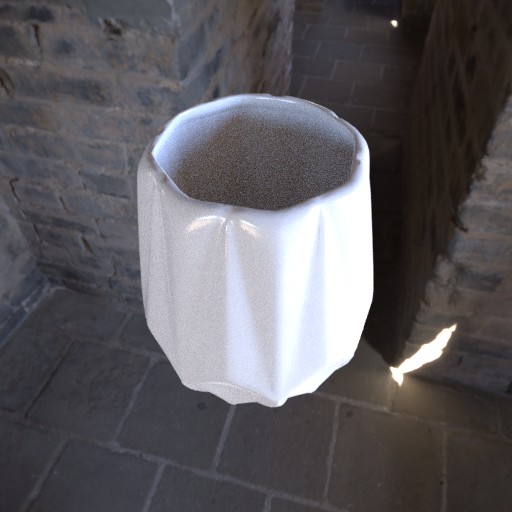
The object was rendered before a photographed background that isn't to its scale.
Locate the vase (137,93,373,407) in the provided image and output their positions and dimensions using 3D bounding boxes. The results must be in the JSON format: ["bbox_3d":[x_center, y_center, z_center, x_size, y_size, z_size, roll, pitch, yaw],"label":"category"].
[{"bbox_3d":[0.000,0.000,0.258,0.141,0.152,0.141,0,47,0],"label":"vase"}]
